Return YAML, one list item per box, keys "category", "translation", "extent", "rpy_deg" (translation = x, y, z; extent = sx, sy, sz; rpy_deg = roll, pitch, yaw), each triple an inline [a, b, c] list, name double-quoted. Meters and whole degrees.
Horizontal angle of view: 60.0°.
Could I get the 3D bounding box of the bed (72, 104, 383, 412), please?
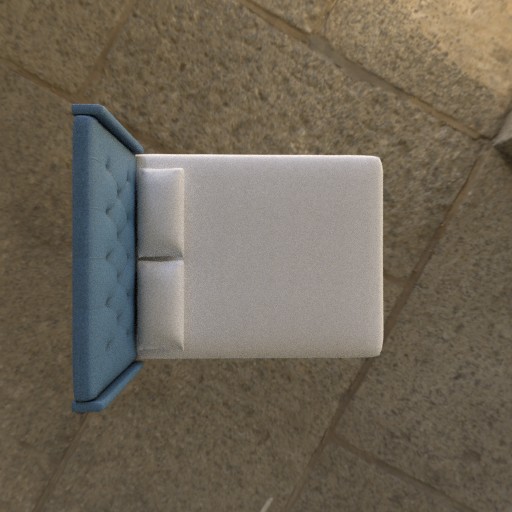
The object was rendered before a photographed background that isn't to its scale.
- category: "bed"
  translation: [0.000, 0.000, 3.267]
  extent: [2.078, 1.665, 1.719]
  rpy_deg: [0, 90, -1]
